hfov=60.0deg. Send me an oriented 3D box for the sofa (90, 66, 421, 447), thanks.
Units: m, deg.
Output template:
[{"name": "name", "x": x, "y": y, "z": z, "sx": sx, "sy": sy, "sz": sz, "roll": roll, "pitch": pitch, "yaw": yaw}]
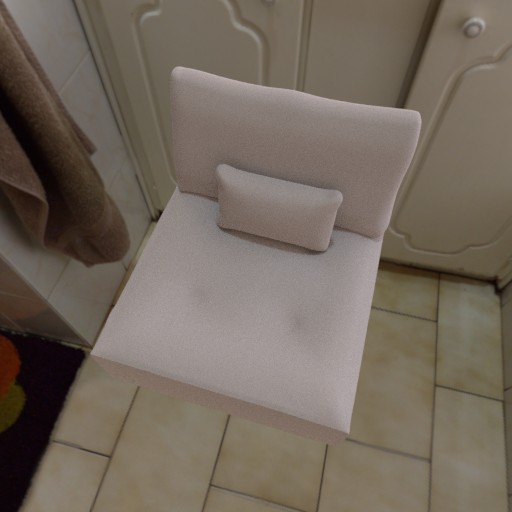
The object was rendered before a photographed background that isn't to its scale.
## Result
[{"name": "sofa", "x": 0.000, "y": 0.000, "z": 1.655, "sx": 0.935, "sy": 0.828, "sz": 1.000, "roll": 14, "pitch": 59, "yaw": 9}]
